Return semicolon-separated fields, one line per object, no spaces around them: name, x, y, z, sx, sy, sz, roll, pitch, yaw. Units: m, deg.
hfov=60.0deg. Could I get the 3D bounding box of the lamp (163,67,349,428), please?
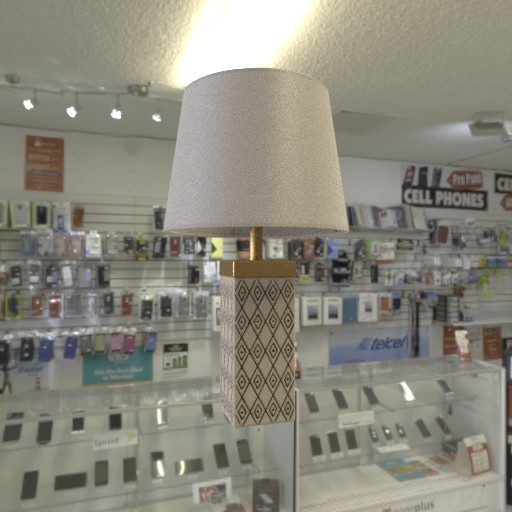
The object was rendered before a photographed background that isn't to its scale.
lamp;0.000;0.000;0.610;0.251;0.435;0.251;0;-1;0
